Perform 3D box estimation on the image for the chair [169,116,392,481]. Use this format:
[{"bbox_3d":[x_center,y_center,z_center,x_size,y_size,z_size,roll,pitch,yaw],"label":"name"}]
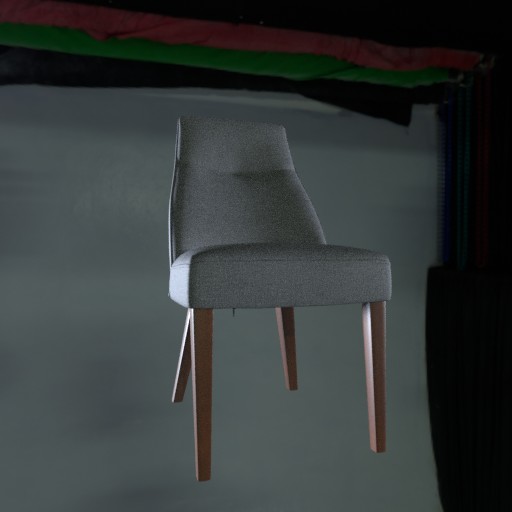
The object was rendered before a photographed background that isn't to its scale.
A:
[{"bbox_3d":[0.000,0.000,1.274,0.500,0.930,0.620,0,1,-18],"label":"chair"}]
